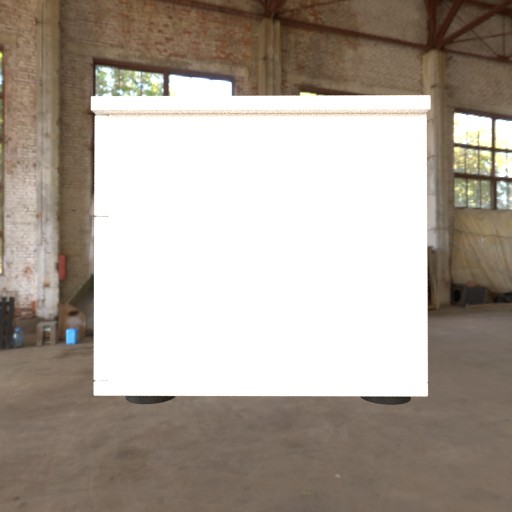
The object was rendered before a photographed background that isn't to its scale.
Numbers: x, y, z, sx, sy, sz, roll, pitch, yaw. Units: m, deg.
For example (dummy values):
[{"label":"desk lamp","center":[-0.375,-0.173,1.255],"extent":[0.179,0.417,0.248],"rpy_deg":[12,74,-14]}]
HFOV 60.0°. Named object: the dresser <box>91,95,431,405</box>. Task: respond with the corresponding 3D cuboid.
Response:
[{"label":"dresser","center":[0.000,0.000,0.717],"extent":[0.400,0.360,0.430],"rpy_deg":[0,-1,0]}]
